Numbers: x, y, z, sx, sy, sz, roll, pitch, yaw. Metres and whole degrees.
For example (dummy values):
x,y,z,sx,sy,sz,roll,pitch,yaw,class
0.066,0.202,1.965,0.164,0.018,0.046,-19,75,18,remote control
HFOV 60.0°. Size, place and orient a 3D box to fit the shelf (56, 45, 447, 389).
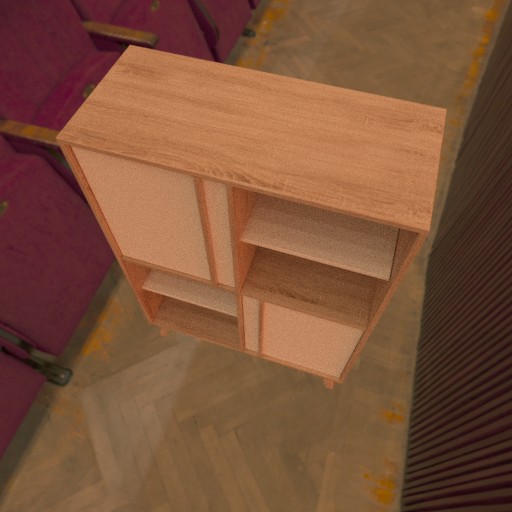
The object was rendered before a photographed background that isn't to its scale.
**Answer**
x,y,z,sx,sy,sz,roll,pitch,yaw,class
0.000,0.000,1.822,1.000,1.390,0.450,15,59,9,shelf
